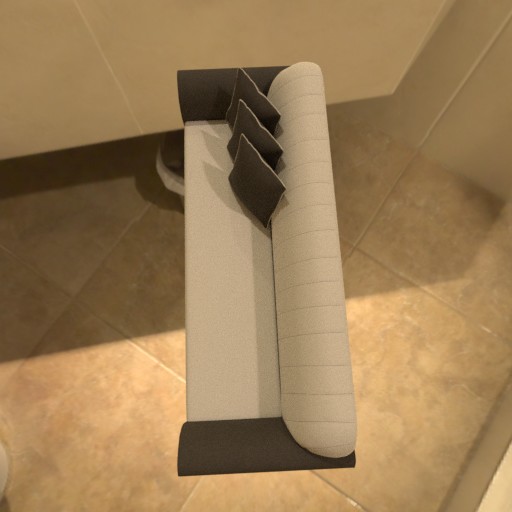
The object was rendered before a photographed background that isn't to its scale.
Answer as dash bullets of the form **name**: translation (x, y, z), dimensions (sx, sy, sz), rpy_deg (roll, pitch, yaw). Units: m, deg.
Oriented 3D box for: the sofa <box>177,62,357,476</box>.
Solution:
- **sofa**: translation (0.000, 0.000, 2.316), dimensions (0.755, 0.787, 2.001), rpy_deg (-3, 75, -1)
